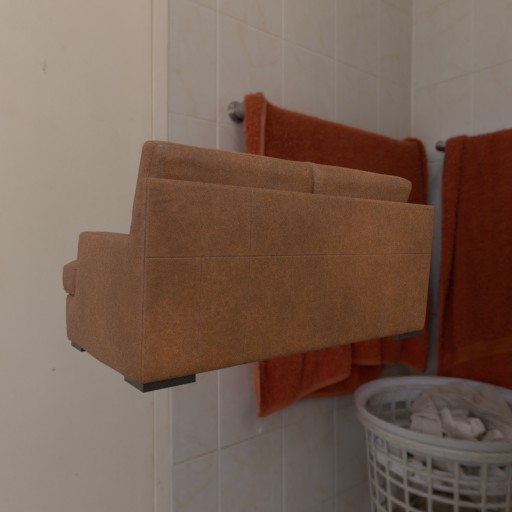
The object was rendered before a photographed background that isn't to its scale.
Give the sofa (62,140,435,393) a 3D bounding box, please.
[{"bbox_3d":[0.000,0.000,2.516,1.880,0.966,1.144,-1,1,-37],"label":"sofa"}]
